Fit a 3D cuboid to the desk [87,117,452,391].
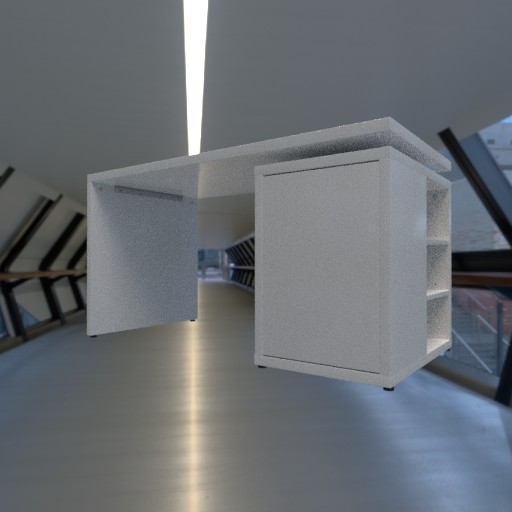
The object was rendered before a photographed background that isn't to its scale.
[{"bbox_3d":[0.000,0.000,1.880,1.400,0.740,0.690,0,0,36],"label":"desk"}]
